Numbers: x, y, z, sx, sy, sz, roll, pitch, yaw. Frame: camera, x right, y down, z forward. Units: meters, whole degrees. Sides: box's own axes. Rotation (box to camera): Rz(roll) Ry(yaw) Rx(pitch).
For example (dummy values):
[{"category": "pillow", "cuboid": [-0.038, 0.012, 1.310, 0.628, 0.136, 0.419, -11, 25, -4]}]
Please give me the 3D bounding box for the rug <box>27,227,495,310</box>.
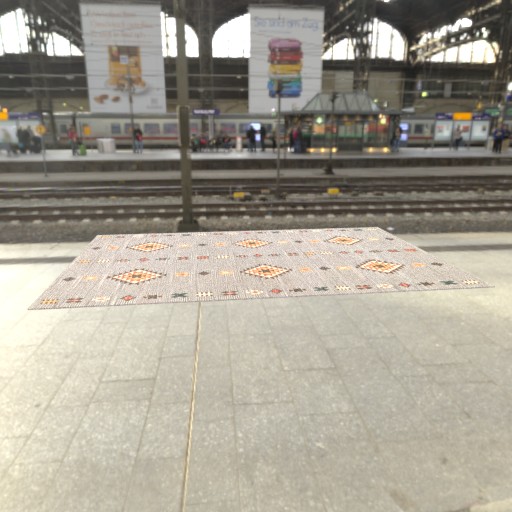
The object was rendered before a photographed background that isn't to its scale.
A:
[{"category": "rug", "cuboid": [0.000, 0.000, 2.284, 1.818, 0.005, 1.217, -2, 16, -7]}]
